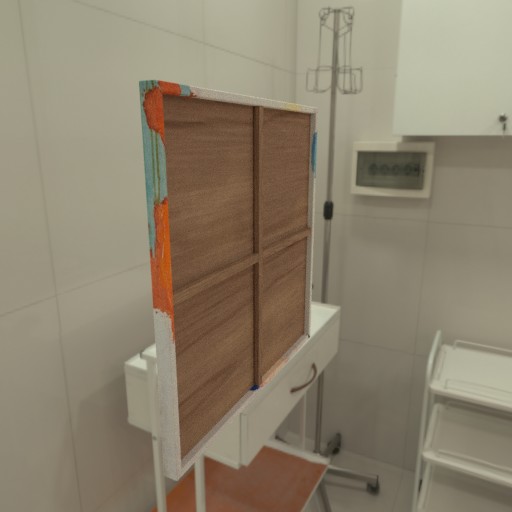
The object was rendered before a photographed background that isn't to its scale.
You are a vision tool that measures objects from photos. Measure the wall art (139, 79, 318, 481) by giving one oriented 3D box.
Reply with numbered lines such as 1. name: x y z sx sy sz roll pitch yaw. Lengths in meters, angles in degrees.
1. wall art: 0.000 0.000 1.211 0.037 0.814 0.814 8 17 26
